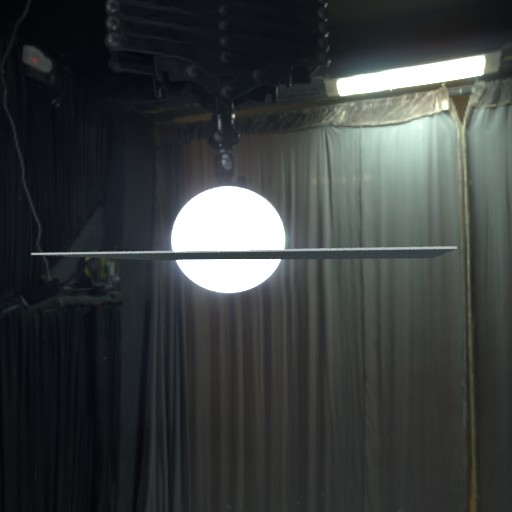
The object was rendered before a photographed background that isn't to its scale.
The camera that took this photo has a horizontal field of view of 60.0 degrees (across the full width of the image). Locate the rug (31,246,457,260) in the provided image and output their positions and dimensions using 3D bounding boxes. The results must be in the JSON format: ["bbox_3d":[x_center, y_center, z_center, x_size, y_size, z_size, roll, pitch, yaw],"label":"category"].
[{"bbox_3d":[0.000,0.000,2.259,1.753,0.008,1.143,-1,-2,18],"label":"rug"}]
